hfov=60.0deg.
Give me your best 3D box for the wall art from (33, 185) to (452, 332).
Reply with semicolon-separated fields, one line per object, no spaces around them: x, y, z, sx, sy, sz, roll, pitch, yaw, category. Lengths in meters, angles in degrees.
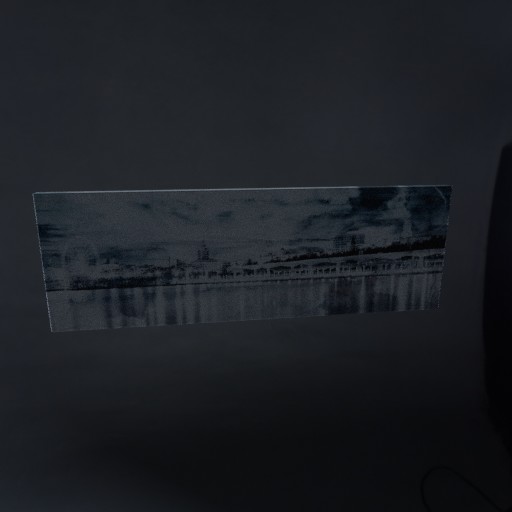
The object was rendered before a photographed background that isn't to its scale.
0.000;0.000;1.684;1.524;0.509;0.037;-2;16;-8;wall art
